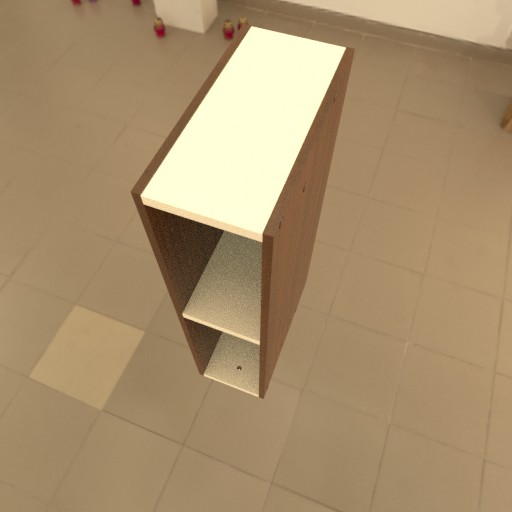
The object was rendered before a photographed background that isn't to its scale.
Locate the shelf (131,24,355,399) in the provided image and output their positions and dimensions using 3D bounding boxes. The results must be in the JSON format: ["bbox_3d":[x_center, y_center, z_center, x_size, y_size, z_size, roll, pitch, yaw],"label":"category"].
[{"bbox_3d":[0.000,0.000,0.732,0.147,0.600,0.290,18,61,11],"label":"shelf"}]
